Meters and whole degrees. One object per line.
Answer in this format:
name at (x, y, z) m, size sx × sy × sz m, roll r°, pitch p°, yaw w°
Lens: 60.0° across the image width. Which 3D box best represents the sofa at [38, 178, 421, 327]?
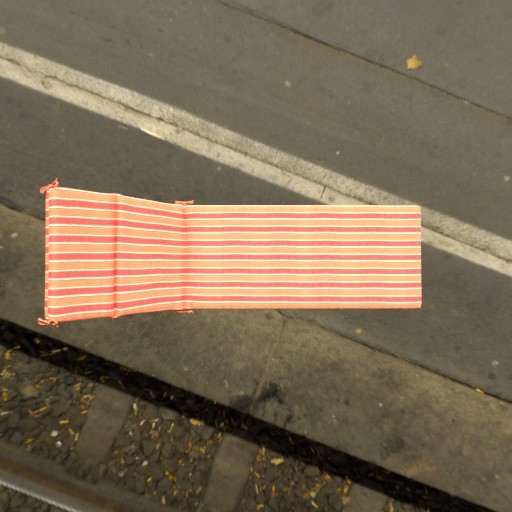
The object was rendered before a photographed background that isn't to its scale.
sofa at (0.000, 0.000, 1.968) m, size 1.663 × 0.622 × 0.582 m, roll 0°, pitch 89°, yaw 0°
